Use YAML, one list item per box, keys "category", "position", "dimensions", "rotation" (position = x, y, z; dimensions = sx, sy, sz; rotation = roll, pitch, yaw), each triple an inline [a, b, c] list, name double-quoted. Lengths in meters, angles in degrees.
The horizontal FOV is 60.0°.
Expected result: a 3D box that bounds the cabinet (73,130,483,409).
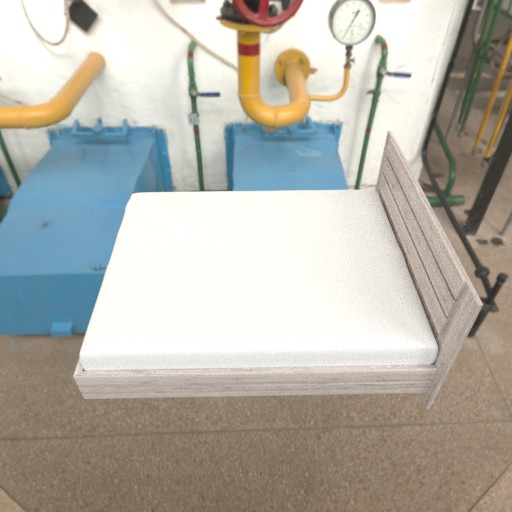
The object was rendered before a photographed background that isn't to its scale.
- category: "cabinet"
  position: [0.000, 0.000, 3.009]
  dimensions: [2.080, 0.970, 1.750]
  rotation: [-1, 42, -1]
